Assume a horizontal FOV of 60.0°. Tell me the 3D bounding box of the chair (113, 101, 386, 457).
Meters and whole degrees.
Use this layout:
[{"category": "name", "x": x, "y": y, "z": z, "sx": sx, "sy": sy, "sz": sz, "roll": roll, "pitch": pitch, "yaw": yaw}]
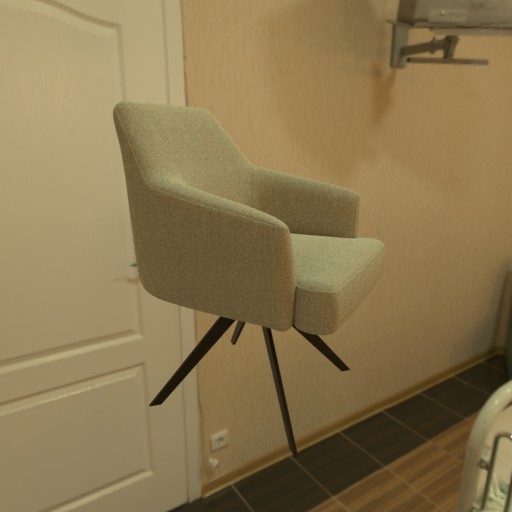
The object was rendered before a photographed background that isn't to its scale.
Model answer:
[{"category": "chair", "x": 0.000, "y": 0.000, "z": 1.324, "sx": 0.677, "sy": 0.874, "sz": 0.642, "roll": 8, "pitch": 17, "yaw": 26}]
